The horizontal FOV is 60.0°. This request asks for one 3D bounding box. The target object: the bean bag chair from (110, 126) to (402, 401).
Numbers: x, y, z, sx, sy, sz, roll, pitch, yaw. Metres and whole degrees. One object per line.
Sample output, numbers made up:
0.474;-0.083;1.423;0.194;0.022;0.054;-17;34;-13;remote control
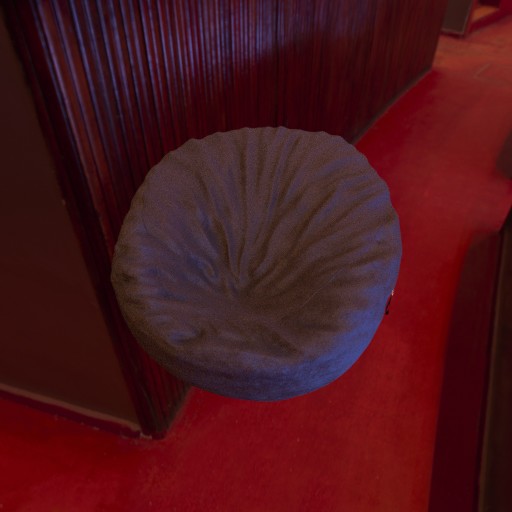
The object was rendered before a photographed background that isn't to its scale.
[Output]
0.000;0.000;2.024;1.245;0.821;1.245;0;41;0;bean bag chair
